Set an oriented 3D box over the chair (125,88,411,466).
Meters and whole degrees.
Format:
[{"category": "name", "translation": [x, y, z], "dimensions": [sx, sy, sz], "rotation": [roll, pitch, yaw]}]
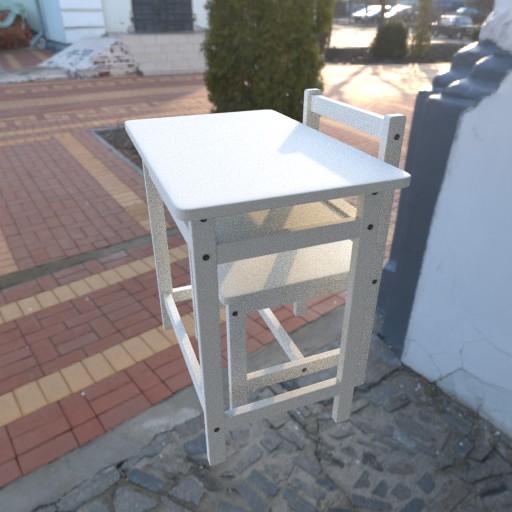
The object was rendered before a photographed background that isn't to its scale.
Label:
[{"category": "chair", "translation": [0.000, 0.000, 1.042], "dimensions": [0.461, 0.673, 0.599], "rotation": [-11, 31, -19]}]
